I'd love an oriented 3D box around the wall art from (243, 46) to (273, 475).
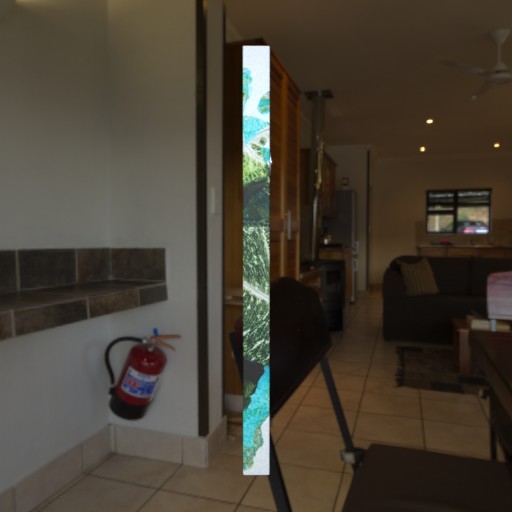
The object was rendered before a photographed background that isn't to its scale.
[{"bbox_3d":[0.000,0.000,0.984,0.043,0.610,0.711,0,2,0],"label":"wall art"}]
